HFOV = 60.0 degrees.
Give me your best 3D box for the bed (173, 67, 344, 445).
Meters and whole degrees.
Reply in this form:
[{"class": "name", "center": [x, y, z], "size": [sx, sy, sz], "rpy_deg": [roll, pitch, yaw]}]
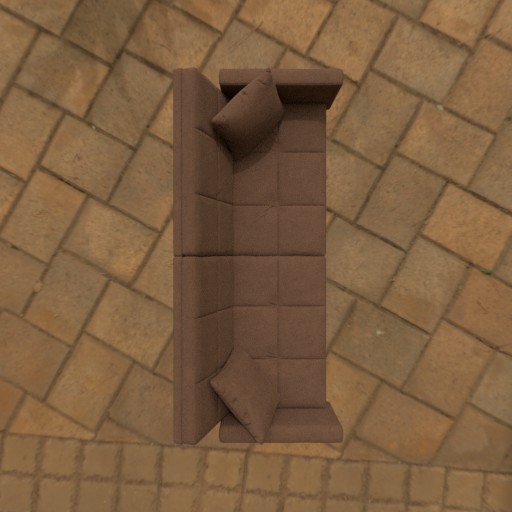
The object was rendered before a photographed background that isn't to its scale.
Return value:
[{"class": "bed", "center": [0.000, 0.000, 2.391], "size": [0.889, 0.787, 1.905], "rpy_deg": [0, 90, 0]}]
